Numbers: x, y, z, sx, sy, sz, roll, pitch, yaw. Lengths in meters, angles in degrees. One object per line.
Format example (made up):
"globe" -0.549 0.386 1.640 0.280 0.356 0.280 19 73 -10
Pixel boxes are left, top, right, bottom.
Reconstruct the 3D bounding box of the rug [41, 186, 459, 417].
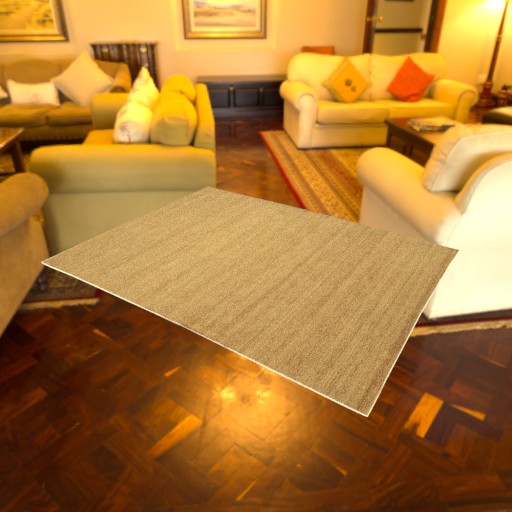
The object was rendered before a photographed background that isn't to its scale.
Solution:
"rug" 0.000 0.000 4.228 3.202 0.045 2.434 18 34 29
